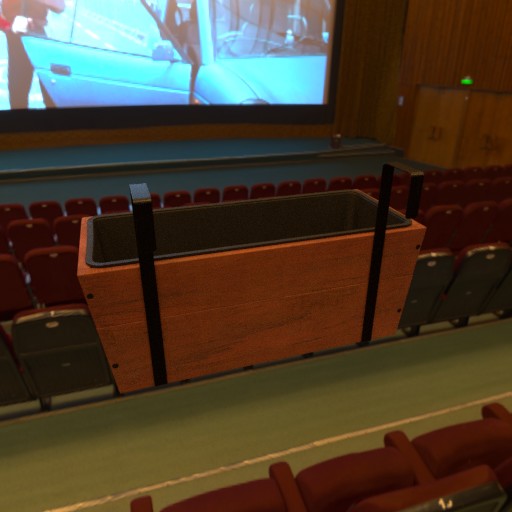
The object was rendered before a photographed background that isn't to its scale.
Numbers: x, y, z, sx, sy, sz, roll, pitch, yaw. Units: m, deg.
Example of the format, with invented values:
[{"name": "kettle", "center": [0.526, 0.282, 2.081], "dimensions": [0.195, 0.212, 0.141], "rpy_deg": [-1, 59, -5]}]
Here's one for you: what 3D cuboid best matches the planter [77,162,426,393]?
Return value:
[{"name": "planter", "center": [0.000, 0.000, 0.656], "dimensions": [0.480, 0.289, 0.262], "rpy_deg": [-8, 27, -16]}]
